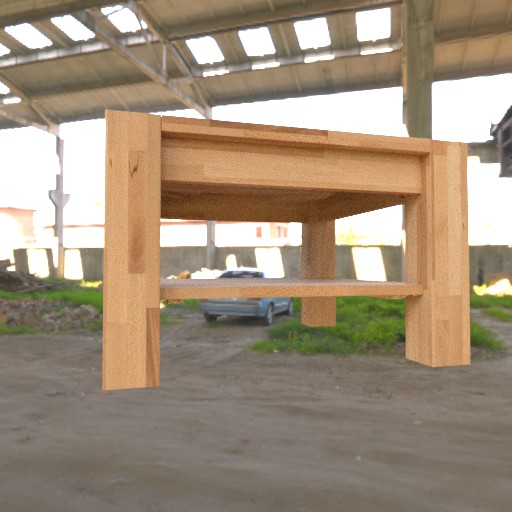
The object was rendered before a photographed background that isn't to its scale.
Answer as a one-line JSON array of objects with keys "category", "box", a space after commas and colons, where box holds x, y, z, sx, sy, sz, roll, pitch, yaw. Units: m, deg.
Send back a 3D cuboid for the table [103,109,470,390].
[{"category": "table", "box": [0.000, 0.000, 1.139, 0.700, 0.451, 0.700, 0, -2, -16]}]
